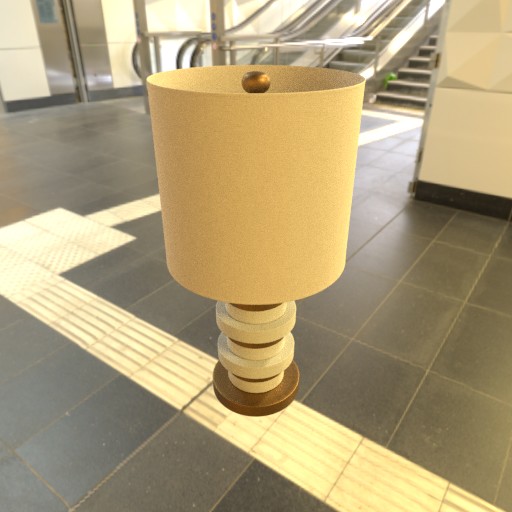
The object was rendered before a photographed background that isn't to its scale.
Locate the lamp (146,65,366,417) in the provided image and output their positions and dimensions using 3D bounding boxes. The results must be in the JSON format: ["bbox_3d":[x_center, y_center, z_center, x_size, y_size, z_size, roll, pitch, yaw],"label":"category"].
[{"bbox_3d":[0.000,0.000,0.530,0.210,0.410,0.210,8,30,14],"label":"lamp"}]
